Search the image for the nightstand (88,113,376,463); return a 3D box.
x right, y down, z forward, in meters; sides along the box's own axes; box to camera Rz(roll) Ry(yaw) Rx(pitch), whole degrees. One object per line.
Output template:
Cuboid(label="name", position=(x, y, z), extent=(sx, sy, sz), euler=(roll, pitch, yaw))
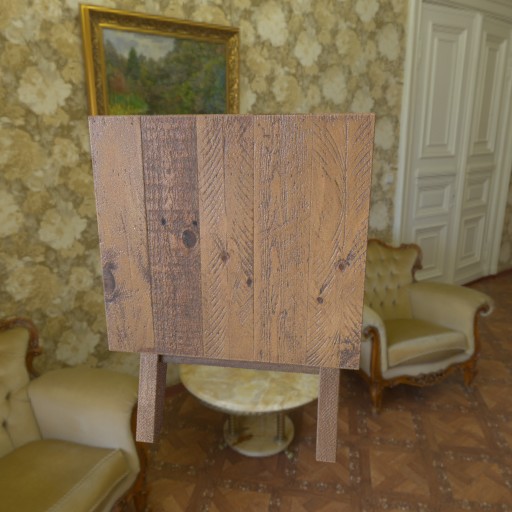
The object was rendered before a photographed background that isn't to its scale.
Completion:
Cuboid(label="nightstand", position=(0.000, 0.000, 1.044), extent=(0.450, 0.599, 0.650), euler=(2, 15, 9))
